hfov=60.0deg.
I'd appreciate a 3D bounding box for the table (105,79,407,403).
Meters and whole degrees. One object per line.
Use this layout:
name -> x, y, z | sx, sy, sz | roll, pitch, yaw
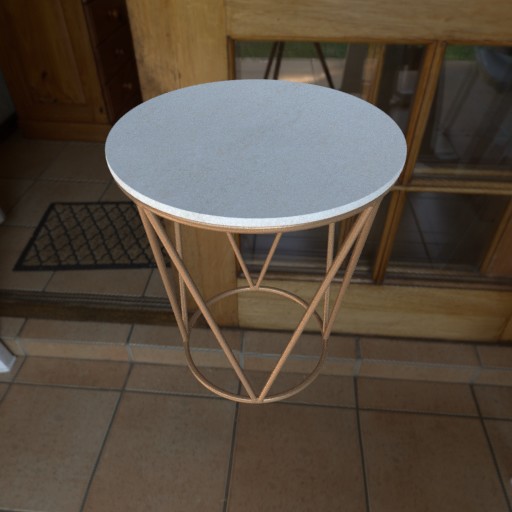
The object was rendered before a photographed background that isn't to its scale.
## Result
table -> 0.000, 0.000, 0.942 | 0.500, 0.564, 0.500 | 0, 41, 0
